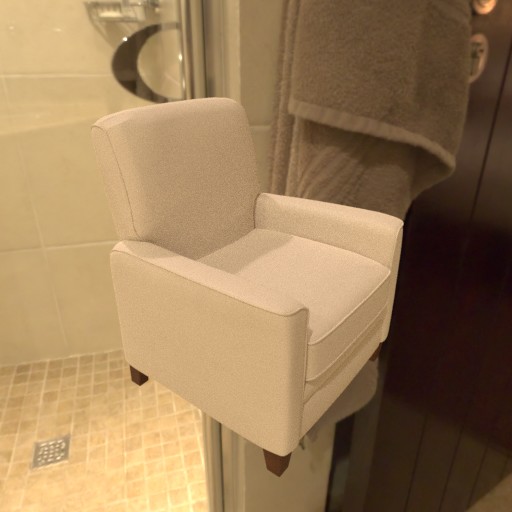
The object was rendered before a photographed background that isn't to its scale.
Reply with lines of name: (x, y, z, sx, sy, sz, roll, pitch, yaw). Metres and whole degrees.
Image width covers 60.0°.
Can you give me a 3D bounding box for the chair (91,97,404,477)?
chair: (0.000, 0.000, 1.627, 0.858, 1.028, 0.841, 18, 31, 33)
